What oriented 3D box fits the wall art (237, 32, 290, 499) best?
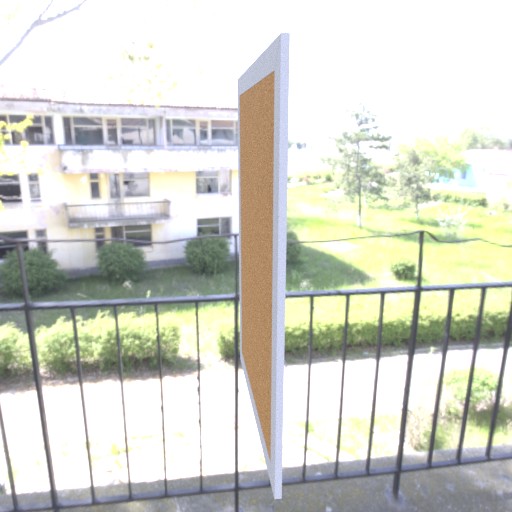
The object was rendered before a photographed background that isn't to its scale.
[{"bbox_3d":[0.000,0.000,0.816,0.011,0.659,0.454,-2,15,-8],"label":"wall art"}]
